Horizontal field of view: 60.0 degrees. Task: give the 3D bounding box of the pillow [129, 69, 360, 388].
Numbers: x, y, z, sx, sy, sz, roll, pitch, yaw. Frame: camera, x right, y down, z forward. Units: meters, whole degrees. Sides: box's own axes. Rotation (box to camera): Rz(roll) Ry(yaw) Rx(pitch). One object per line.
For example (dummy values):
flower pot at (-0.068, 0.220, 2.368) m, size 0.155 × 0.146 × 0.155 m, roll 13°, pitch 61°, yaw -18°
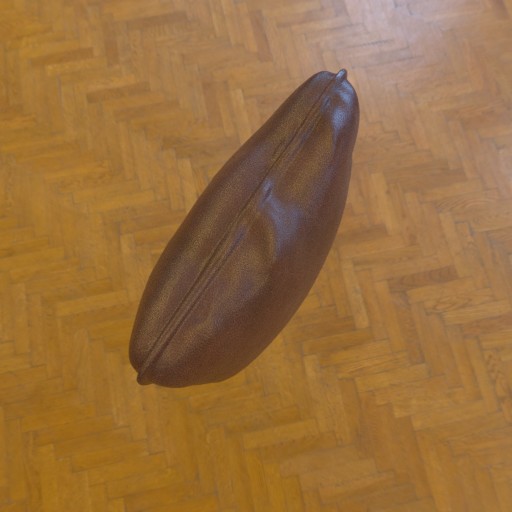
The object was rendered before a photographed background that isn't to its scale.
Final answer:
pillow at (0.000, 0.000, 0.825) m, size 0.236 × 0.523 × 0.532 m, roll 31°, pitch 78°, yaw 7°
